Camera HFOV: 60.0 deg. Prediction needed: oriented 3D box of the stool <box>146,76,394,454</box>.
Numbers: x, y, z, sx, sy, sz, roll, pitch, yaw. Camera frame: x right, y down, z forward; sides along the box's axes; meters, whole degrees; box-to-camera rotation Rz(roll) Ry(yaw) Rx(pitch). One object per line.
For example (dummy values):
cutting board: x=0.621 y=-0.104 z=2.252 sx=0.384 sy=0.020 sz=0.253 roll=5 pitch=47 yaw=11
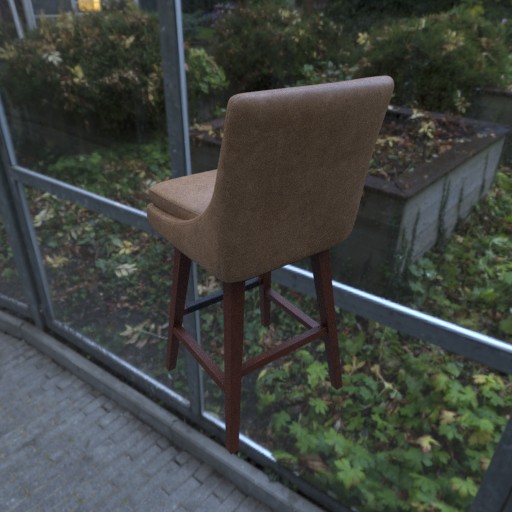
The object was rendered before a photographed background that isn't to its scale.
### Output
stool: x=0.000 y=0.000 z=1.385 sx=0.487 sy=1.079 sz=0.572 roll=-19 pitch=35 yaw=-30
